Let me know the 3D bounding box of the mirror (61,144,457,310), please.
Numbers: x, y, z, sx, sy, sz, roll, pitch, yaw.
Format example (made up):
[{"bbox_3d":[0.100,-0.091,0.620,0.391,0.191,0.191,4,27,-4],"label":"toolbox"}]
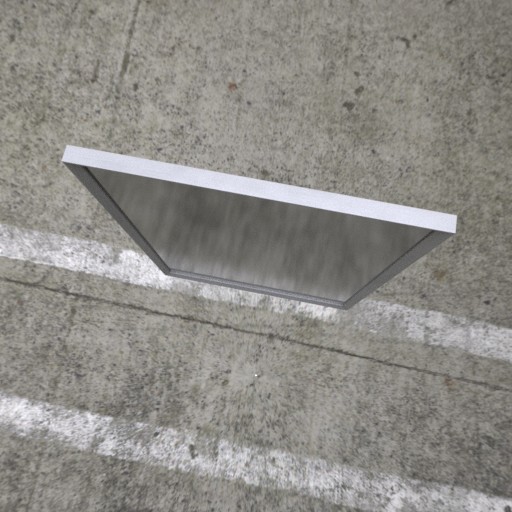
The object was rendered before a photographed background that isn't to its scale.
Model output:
[{"bbox_3d":[0.000,0.000,1.336,0.762,1.016,0.041,11,75,3],"label":"mirror"}]
